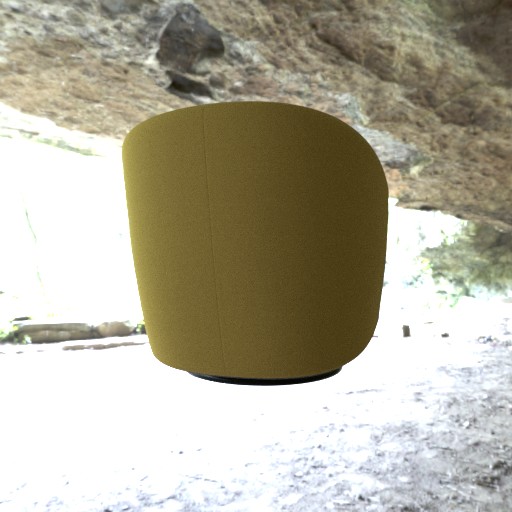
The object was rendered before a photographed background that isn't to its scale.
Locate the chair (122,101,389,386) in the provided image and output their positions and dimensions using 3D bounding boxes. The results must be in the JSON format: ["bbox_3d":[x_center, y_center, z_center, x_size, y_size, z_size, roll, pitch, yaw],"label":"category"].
[{"bbox_3d":[0.000,0.000,1.359,0.773,0.698,0.767,0,-1,18],"label":"chair"}]
